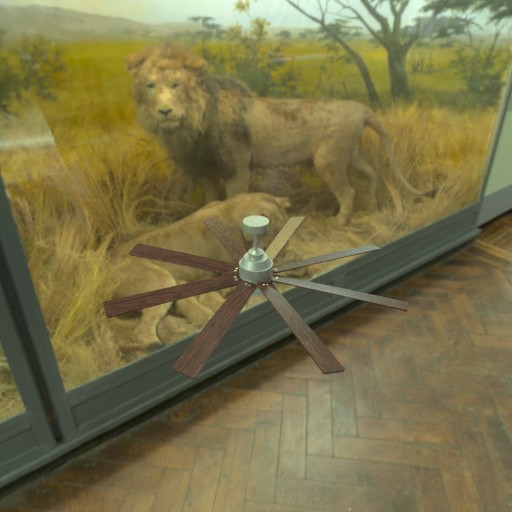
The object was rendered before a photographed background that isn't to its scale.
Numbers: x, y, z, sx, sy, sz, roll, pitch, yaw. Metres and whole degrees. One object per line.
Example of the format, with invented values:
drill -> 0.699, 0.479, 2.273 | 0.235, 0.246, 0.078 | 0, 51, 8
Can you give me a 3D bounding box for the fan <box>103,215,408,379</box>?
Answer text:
fan -> 0.000, 0.000, 2.707 | 1.830, 0.472, 1.830 | 11, 32, 19
